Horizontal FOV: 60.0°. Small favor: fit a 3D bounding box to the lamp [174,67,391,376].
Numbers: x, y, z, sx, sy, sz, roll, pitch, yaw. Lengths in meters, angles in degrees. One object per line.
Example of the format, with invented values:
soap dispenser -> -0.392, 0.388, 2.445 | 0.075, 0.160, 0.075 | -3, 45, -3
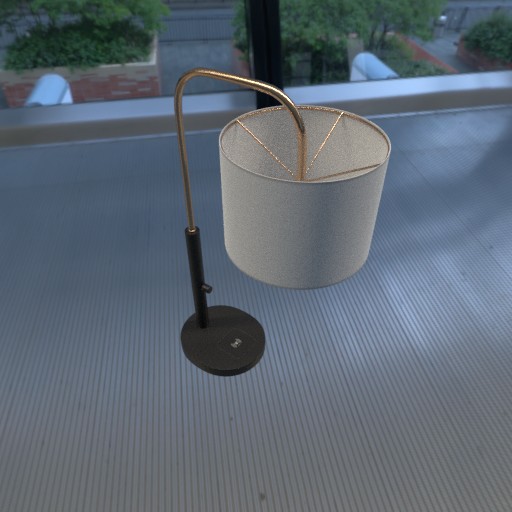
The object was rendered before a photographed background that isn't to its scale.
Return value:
lamp -> 0.000, 0.000, 0.691 | 0.337, 0.540, 0.199 | 25, 46, 26
